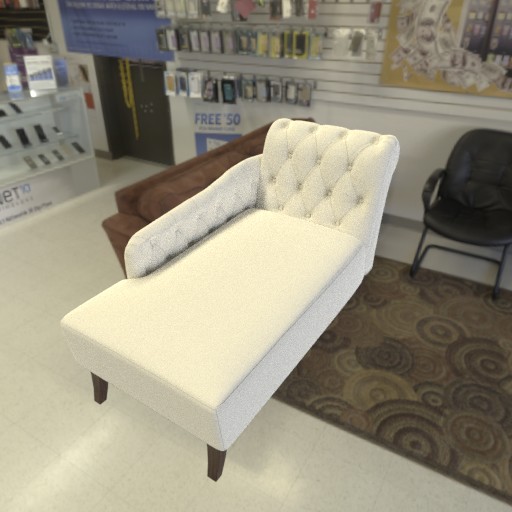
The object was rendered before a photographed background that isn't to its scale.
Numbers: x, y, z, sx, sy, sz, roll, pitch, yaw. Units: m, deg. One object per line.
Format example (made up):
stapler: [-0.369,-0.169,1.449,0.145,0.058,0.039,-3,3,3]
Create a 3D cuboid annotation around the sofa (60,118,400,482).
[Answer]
sofa: [0.000,0.000,1.787,0.675,0.787,1.379,19,36,28]
